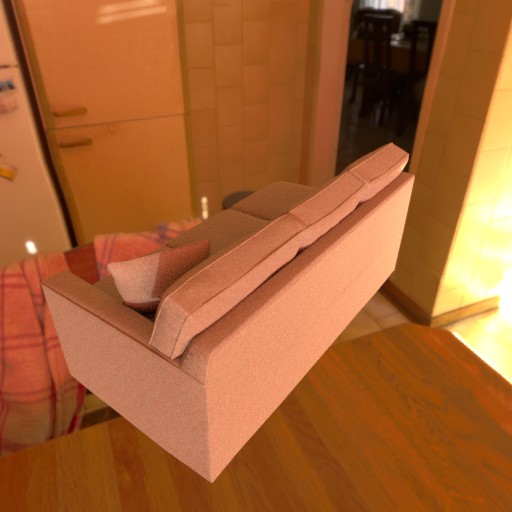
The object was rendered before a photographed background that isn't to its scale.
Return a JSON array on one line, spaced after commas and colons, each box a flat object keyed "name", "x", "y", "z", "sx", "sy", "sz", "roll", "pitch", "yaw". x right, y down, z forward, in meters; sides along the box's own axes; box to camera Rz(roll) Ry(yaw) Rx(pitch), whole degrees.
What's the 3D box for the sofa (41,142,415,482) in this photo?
[{"name": "sofa", "x": 0.000, "y": 0.000, "z": 2.497, "sx": 1.034, "sy": 0.946, "sz": 1.963, "roll": 22, "pitch": 38, "yaw": 30}]
